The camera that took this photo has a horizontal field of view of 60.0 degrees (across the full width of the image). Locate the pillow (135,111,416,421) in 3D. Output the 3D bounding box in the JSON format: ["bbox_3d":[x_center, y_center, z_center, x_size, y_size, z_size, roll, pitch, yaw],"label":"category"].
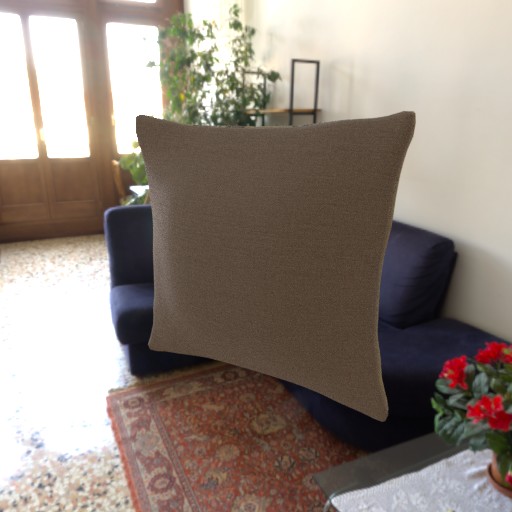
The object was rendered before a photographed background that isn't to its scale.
[{"bbox_3d":[0.000,0.000,0.674,0.435,0.416,0.189,9,19,28],"label":"pillow"}]
